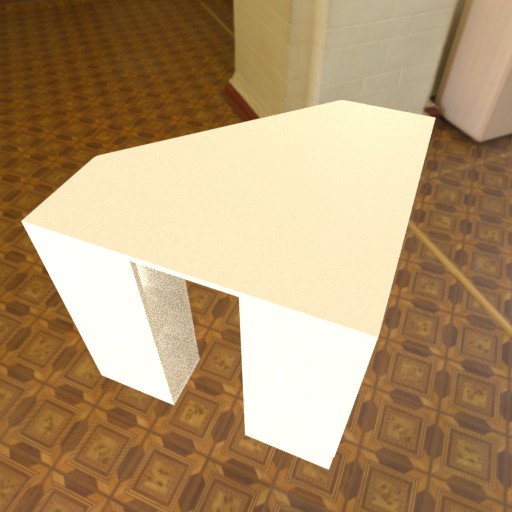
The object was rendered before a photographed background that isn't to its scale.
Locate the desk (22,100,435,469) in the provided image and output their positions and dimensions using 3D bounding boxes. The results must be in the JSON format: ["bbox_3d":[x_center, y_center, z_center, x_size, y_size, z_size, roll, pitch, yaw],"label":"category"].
[{"bbox_3d":[0.000,0.000,1.621,0.926,0.818,0.940,17,49,15],"label":"desk"}]
